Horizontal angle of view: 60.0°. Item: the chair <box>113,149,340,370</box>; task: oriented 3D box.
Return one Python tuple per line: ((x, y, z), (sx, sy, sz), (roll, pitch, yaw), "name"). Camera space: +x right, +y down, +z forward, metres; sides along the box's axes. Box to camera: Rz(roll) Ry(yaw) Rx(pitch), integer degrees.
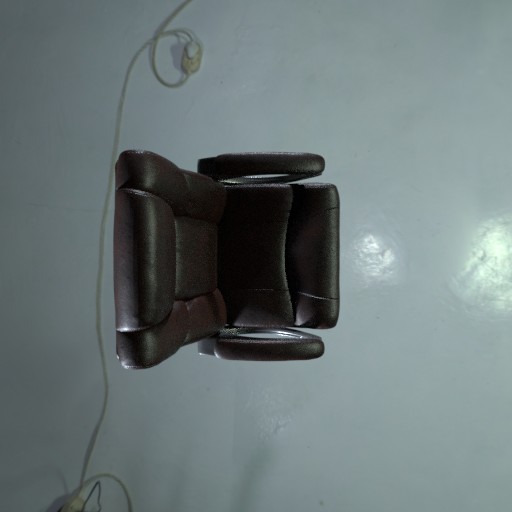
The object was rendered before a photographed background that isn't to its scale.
((0.000, 0.000, 1.544), (0.692, 1.128, 0.656), (0, 91, -2), "chair")
